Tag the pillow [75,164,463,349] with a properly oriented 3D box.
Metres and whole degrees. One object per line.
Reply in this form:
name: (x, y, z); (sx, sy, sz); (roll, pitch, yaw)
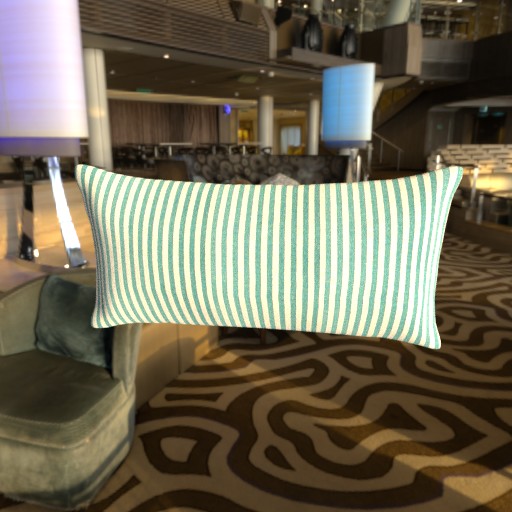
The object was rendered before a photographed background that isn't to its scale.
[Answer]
pillow: (0.000, 0.000, 0.733); (0.617, 0.295, 0.151); (2, 14, 9)
